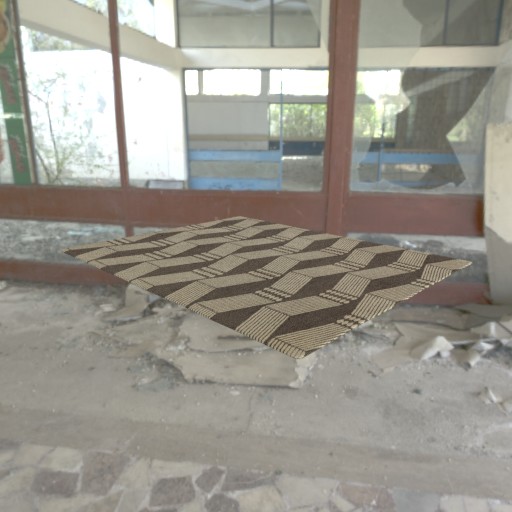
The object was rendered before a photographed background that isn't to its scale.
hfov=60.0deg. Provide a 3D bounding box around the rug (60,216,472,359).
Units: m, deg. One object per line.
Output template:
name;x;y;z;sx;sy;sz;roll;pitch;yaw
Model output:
rug;0.000;0.000;4.158;3.048;0.016;2.438;15;22;43
